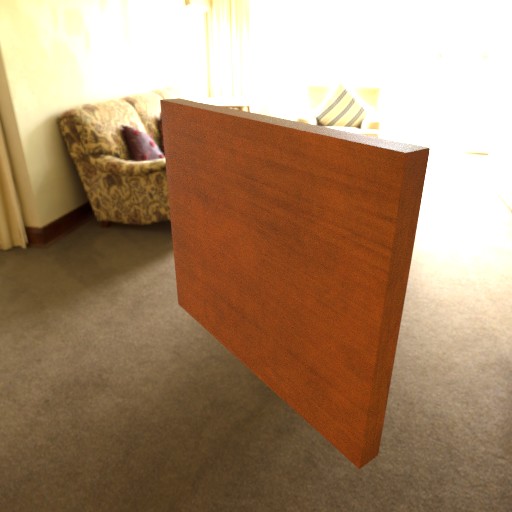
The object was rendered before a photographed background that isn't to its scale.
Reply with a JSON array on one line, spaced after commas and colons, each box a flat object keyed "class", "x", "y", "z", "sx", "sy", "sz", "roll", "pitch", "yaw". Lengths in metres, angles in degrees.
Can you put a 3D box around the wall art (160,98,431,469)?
[{"class": "wall art", "x": 0.000, "y": 0.000, "z": 0.542, "sx": 0.030, "sy": 0.328, "sz": 0.401, "roll": -18, "pitch": 31, "yaw": -32}]
